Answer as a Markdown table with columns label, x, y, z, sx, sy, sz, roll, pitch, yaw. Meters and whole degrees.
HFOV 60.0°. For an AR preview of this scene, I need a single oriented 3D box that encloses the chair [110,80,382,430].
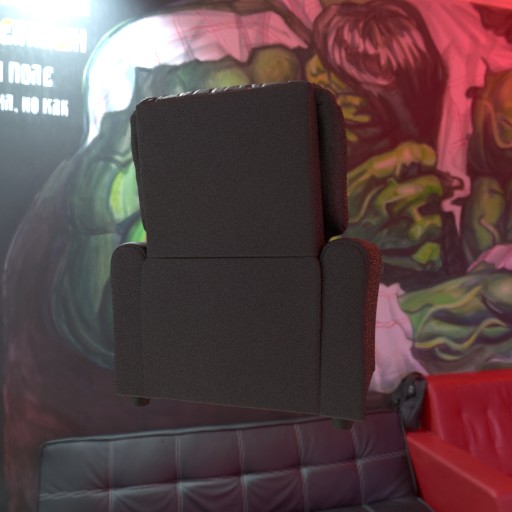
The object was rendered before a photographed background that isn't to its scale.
| label | x | y | z | sx | sy | sz | roll | pitch | yaw |
| --- | --- | --- | --- | --- | --- | --- | --- | --- | --- |
| chair | 0.000 | 0.000 | 1.137 | 0.610 | 0.709 | 0.521 | 0 | -1 | 18 |
